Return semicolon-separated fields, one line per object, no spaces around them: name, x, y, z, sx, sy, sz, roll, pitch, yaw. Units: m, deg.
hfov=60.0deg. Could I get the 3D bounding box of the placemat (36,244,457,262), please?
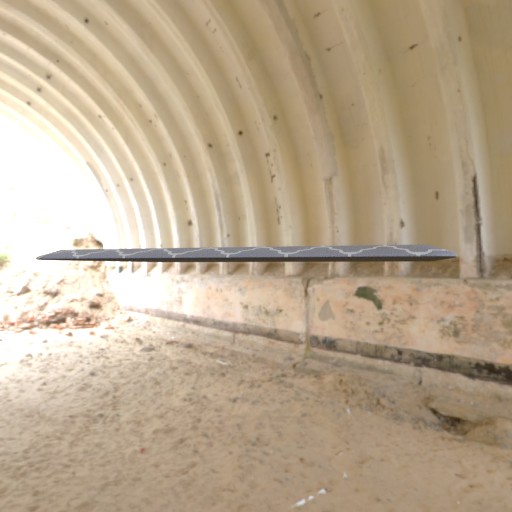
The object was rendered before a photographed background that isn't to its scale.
placemat;0.000;0.000;0.976;0.762;0.021;0.508;0;-1;18
